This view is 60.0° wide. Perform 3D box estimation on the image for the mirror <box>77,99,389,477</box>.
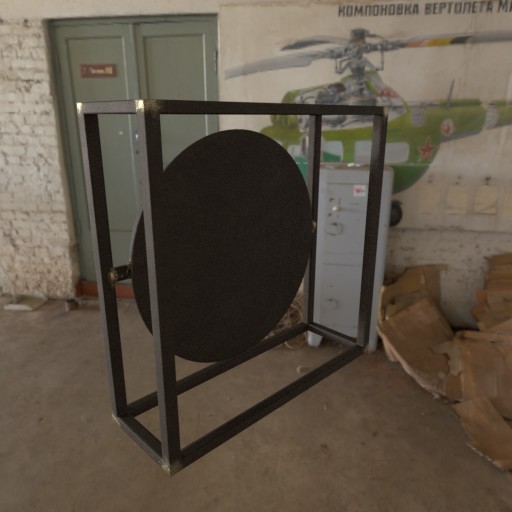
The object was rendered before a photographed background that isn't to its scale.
[{"bbox_3d":[0.000,0.000,0.469,0.306,0.303,0.107,-16,24,-42],"label":"mirror"}]
